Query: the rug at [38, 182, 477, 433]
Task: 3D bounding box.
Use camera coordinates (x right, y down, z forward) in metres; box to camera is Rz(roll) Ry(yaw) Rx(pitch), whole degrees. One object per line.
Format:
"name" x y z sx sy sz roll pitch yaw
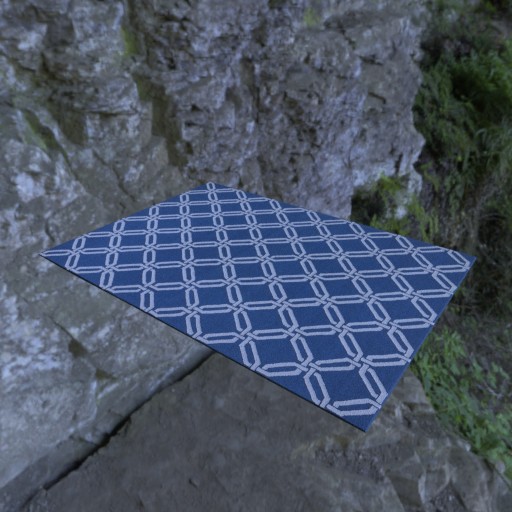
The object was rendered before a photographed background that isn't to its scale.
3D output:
"rug" 0.000 0.000 4.172 3.342 0.018 2.432 20 36 31
